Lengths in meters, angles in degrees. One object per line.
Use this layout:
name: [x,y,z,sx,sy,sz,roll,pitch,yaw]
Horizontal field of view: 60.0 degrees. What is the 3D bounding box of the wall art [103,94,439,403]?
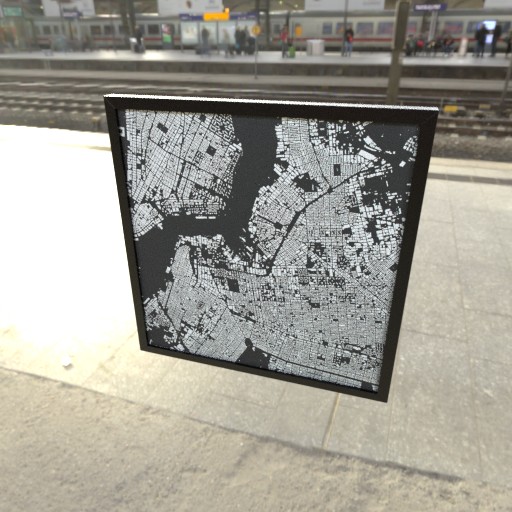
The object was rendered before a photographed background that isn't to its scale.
wall art: [0.000,0.000,1.145,0.755,0.761,0.038,8,28,15]
